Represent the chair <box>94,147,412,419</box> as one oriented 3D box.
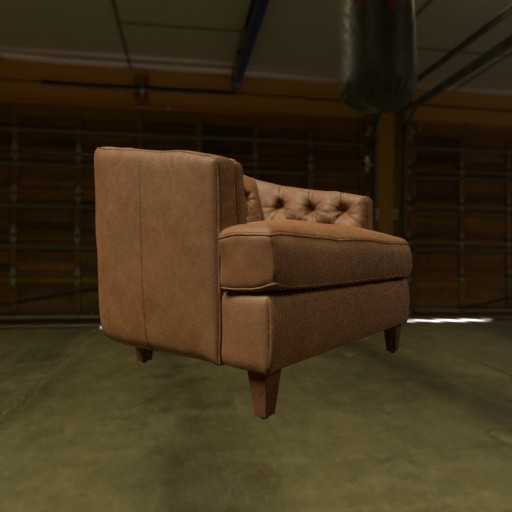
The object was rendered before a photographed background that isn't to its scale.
[{"bbox_3d":[0.000,0.000,1.752,0.911,0.836,1.119,0,0,36],"label":"chair"}]
